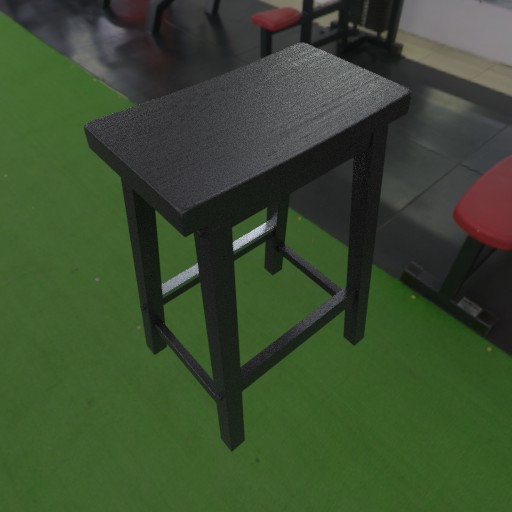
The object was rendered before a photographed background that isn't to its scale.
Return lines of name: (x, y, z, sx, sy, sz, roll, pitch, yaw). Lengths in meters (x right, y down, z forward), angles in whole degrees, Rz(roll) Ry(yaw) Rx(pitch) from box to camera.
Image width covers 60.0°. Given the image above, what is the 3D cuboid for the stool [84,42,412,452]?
stool: (0.000, 0.000, 0.834, 0.406, 0.610, 0.322, -32, 55, -26)
